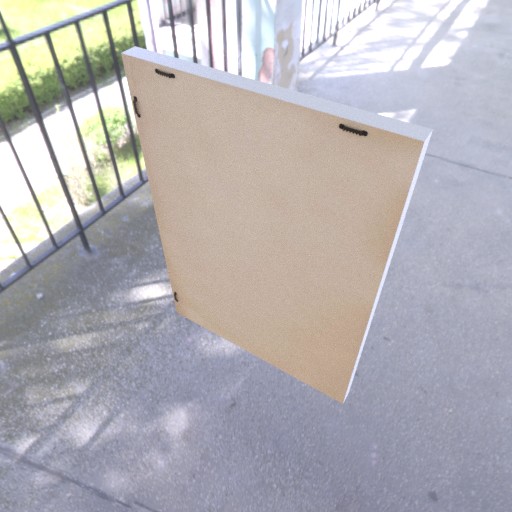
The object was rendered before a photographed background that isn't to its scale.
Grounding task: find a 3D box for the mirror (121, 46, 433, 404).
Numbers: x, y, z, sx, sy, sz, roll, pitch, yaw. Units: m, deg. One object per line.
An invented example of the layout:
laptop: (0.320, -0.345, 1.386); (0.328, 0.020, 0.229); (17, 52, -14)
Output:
mirror: (0.000, 0.000, 0.901); (0.507, 0.710, 0.039); (24, 51, 22)
